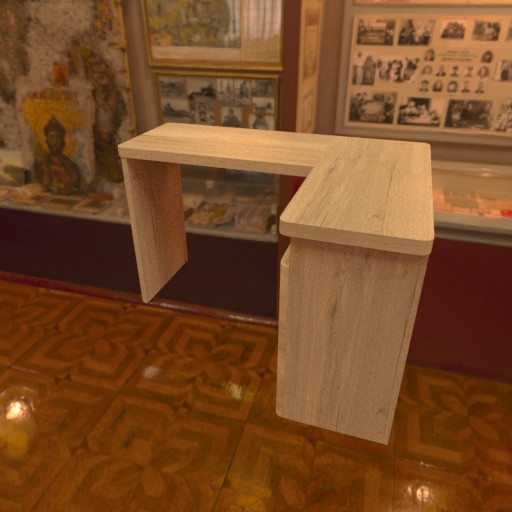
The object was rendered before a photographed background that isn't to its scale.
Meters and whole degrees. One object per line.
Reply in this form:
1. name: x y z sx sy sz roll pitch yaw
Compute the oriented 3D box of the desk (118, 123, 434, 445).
1. desk: 0.000 0.000 1.746 1.169 0.760 0.900 9 31 16
